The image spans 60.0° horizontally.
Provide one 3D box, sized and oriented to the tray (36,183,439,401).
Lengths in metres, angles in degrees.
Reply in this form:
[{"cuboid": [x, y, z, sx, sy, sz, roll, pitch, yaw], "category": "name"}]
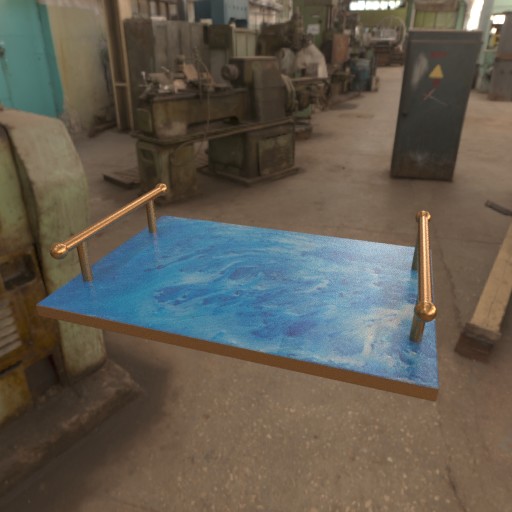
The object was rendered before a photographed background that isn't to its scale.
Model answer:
[{"cuboid": [0.000, 0.000, 0.573, 0.444, 0.084, 0.304, 8, 28, 16], "category": "tray"}]
